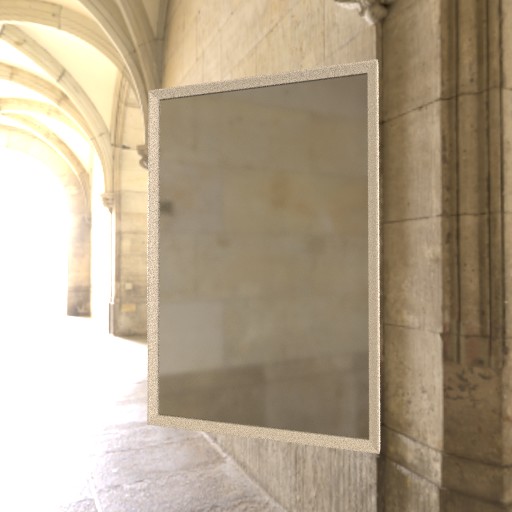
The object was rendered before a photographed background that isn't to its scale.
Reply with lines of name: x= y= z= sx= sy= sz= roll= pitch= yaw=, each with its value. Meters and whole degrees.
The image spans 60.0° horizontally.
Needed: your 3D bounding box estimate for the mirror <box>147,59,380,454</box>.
mirror: x=0.000 y=0.000 z=1.139 sx=0.609 sy=0.915 sz=0.041 roll=0 pitch=-1 yaw=18
